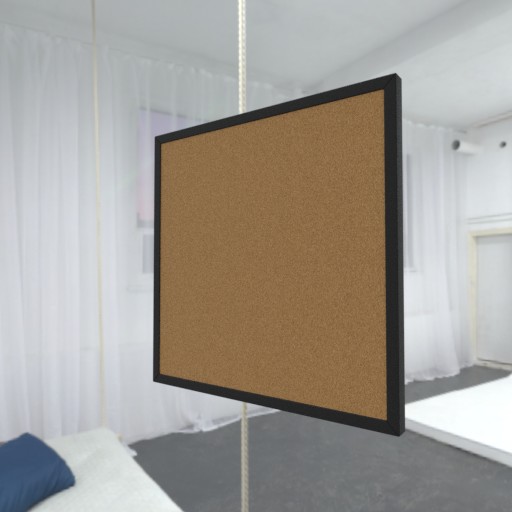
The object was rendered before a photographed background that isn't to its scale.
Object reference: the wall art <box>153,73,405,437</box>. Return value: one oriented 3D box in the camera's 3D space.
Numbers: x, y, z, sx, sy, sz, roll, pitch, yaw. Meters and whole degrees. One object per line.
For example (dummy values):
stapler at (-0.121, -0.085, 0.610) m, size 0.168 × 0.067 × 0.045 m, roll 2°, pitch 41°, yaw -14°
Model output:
wall art at (0.000, 0.000, 1.167) m, size 0.763 × 0.763 × 0.037 m, roll -1°, pitch -2°, yaw 36°
